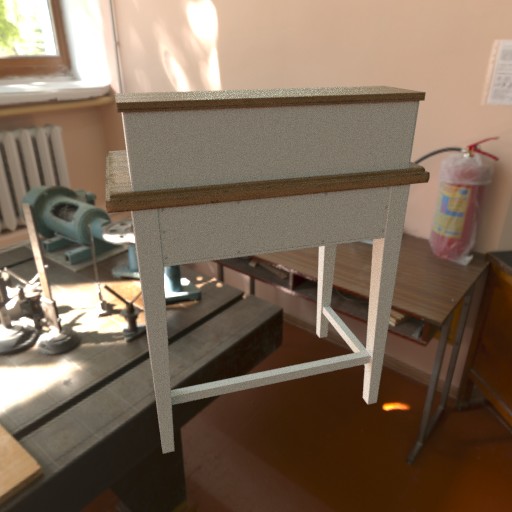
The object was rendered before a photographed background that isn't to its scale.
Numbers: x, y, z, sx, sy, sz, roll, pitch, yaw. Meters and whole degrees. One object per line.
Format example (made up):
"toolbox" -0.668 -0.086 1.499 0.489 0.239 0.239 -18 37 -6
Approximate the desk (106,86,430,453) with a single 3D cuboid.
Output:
"desk" 0.000 0.000 1.379 0.814 0.981 0.462 -7 27 -15
